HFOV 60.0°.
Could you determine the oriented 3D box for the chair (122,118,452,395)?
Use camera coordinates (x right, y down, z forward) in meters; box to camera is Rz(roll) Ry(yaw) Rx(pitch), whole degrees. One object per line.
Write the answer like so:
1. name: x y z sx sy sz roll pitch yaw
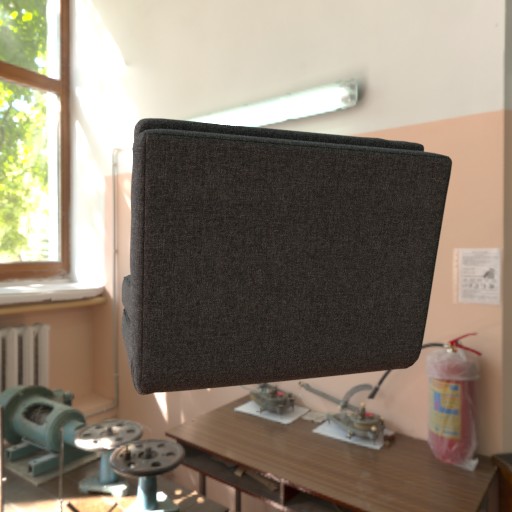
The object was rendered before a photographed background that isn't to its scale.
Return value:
1. chair: 0.000 0.000 1.303 0.740 0.615 0.800 0 1 -19
